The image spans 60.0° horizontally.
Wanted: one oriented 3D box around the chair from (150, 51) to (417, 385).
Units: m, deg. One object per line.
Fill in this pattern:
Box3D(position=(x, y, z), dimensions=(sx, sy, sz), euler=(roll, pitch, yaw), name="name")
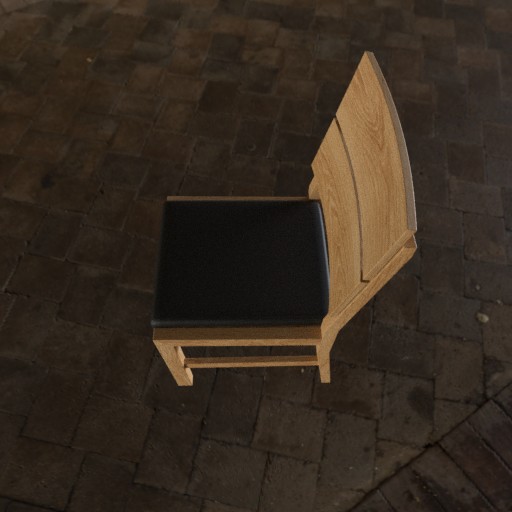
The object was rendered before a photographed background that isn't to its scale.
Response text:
Box3D(position=(0.000, 0.000, 1.260), dimensions=(0.569, 0.950, 0.475), euler=(-1, 59, -1), name="chair")
